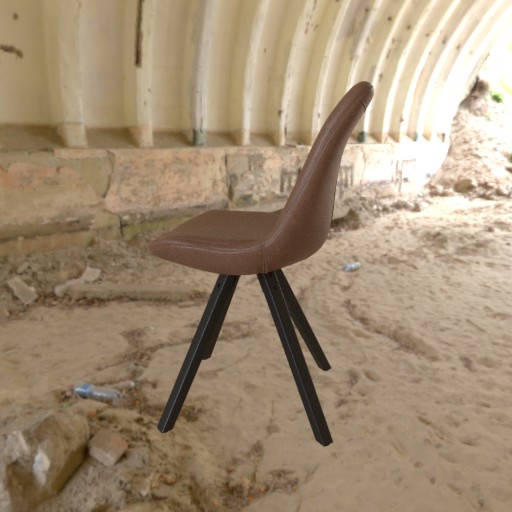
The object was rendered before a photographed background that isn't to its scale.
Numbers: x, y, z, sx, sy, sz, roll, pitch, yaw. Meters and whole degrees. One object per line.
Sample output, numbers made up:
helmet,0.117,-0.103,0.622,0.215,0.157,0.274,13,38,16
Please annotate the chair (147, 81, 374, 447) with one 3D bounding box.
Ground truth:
chair,0.000,0.000,1.199,0.550,0.850,0.475,2,15,8
